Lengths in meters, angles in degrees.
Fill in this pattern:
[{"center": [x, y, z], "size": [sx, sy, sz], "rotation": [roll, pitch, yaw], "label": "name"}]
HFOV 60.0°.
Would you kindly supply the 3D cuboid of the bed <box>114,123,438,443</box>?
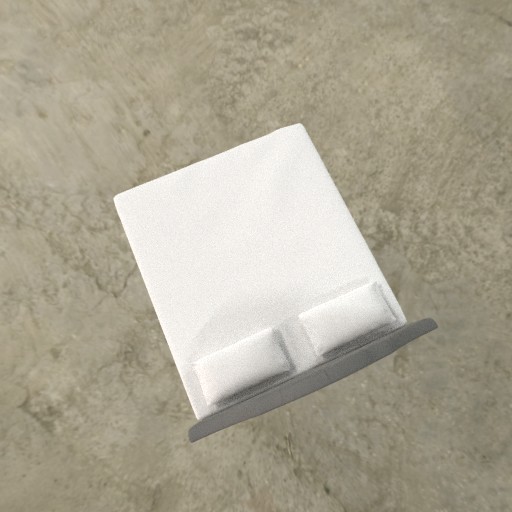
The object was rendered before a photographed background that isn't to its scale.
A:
[{"center": [0.000, 0.000, 3.667], "size": [2.008, 1.615, 2.214], "rotation": [-23, 76, -6], "label": "bed"}]
